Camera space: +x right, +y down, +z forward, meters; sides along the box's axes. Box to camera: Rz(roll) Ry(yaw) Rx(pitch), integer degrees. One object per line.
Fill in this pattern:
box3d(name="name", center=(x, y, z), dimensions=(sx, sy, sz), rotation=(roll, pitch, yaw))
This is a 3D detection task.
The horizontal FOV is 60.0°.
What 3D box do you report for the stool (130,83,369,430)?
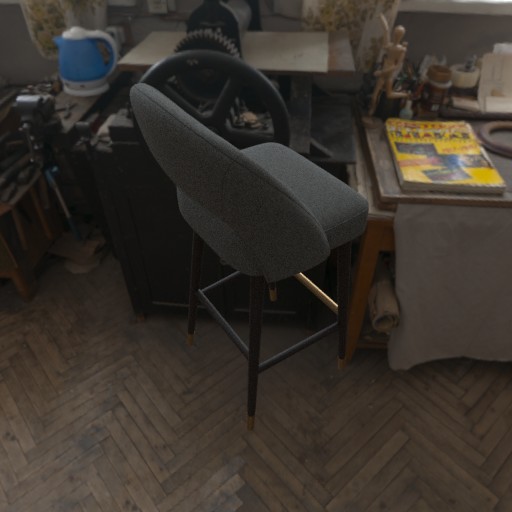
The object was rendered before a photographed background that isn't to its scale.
box3d(name="stool", center=(0.000, 0.000, 1.374), dimensions=(0.524, 1.089, 0.536), rotation=(-25, 47, -25))
